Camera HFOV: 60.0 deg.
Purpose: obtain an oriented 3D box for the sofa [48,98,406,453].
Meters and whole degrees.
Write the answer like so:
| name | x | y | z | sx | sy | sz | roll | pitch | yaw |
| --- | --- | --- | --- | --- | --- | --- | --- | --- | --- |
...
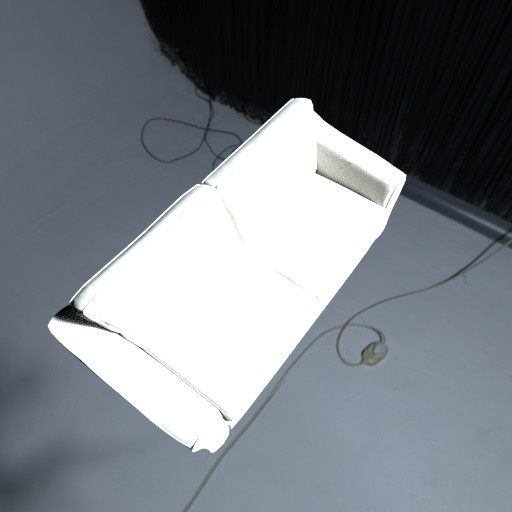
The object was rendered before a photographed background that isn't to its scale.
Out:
| name | x | y | z | sx | sy | sz | roll | pitch | yaw |
| --- | --- | --- | --- | --- | --- | --- | --- | --- | --- |
| sofa | 0.000 | 0.000 | 2.795 | 0.980 | 0.965 | 2.270 | 32 | 62 | 19 |
